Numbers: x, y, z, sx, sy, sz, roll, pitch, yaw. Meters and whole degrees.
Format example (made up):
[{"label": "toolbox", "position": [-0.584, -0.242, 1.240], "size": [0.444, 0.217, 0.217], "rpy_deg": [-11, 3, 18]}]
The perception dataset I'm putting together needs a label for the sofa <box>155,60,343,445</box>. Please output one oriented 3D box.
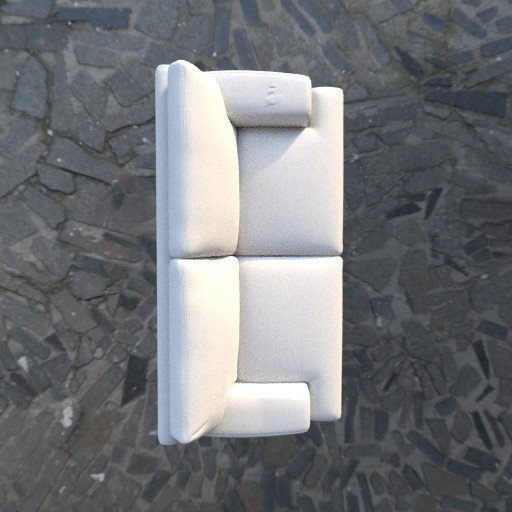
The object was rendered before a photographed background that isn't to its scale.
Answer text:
[{"label": "sofa", "position": [0.000, 0.000, 2.824], "size": [1.143, 0.940, 2.261], "rpy_deg": [0, 92, 0]}]
